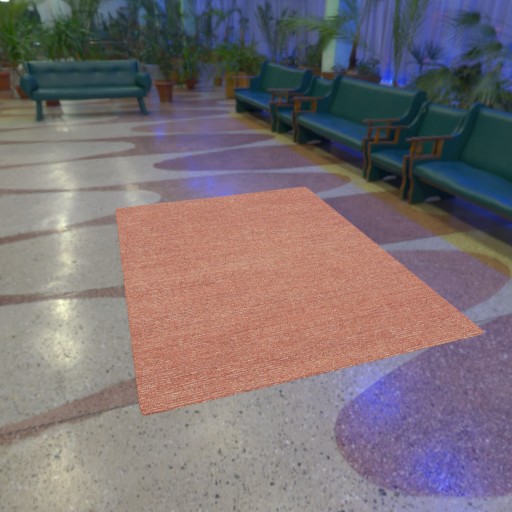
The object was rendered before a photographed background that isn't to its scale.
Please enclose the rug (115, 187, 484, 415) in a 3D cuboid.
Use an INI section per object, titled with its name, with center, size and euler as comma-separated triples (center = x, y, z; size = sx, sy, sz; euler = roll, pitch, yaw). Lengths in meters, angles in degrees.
[rug]
center = 0.000, 0.000, 2.747
size = 1.594, 0.009, 2.112
euler = -9, 30, -16
